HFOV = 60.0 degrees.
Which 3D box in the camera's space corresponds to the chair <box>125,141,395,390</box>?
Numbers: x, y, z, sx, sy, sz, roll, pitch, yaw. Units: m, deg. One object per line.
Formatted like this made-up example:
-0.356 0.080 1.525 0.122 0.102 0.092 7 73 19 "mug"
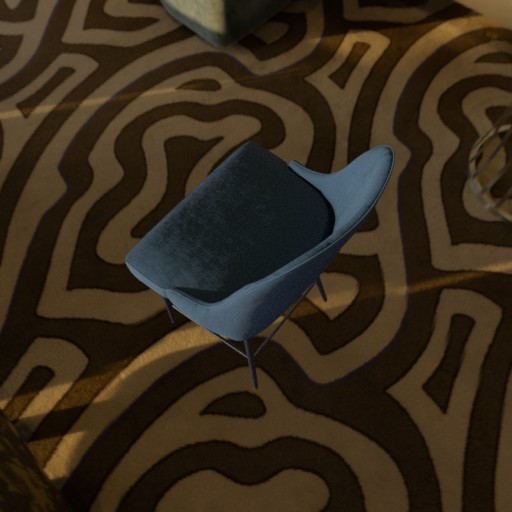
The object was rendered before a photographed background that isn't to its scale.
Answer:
0.000 0.000 1.230 0.489 0.927 0.526 36 69 17 "chair"
